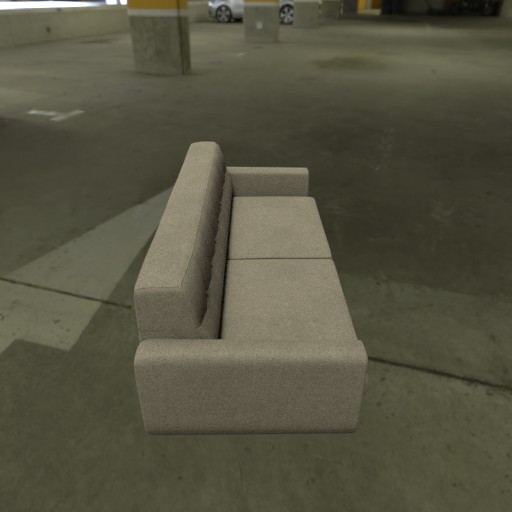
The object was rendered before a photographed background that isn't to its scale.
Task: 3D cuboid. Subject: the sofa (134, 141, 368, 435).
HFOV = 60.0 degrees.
[{"bbox_3d":[0.000,0.000,2.533,0.909,0.841,2.029,0,31,0],"label":"sofa"}]
